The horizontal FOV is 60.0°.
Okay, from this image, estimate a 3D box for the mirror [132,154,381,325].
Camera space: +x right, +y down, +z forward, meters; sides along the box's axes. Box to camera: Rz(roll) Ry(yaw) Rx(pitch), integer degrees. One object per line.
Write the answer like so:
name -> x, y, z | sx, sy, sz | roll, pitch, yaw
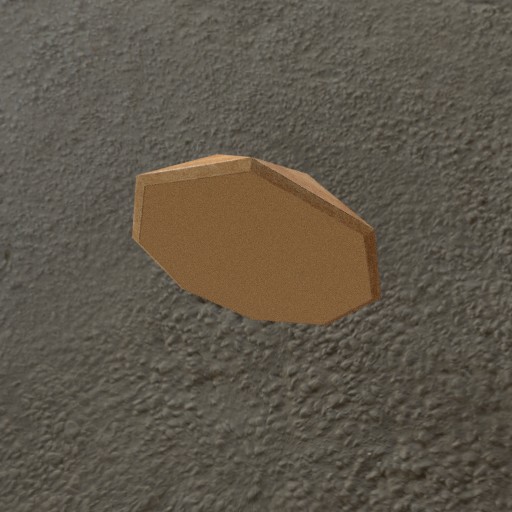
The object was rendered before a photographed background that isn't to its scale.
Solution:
mirror -> 0.000, 0.000, 1.007 | 0.577, 0.774, 0.070 | 13, 65, 6
